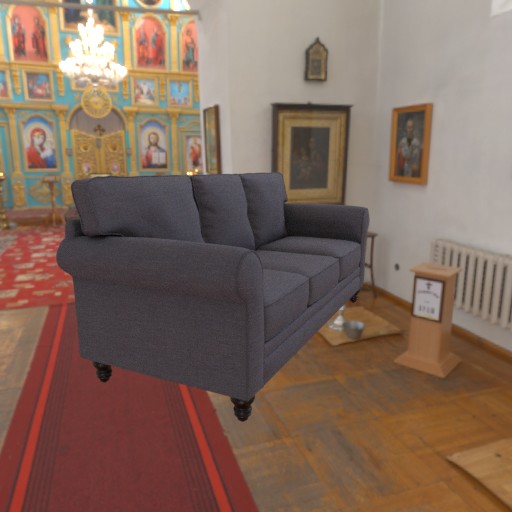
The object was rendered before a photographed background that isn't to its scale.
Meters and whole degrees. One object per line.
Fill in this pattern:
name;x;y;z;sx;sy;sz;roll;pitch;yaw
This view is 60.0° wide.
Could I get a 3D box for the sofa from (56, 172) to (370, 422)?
sofa;0.000;0.000;2.634;0.909;0.966;2.084;6;13;26
